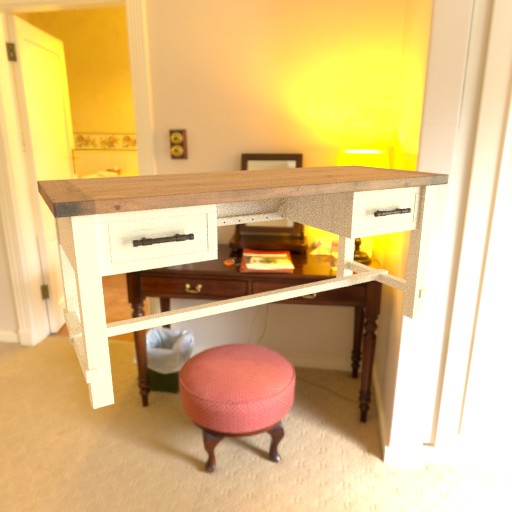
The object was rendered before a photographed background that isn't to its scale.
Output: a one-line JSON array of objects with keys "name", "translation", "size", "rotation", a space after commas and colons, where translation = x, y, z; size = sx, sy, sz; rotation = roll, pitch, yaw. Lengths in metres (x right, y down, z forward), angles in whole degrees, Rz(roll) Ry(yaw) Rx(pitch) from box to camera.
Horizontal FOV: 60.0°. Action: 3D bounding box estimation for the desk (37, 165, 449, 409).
[{"name": "desk", "translation": [0.000, 0.000, 2.171], "size": [1.803, 0.762, 0.688], "rotation": [-9, 18, -28]}]
